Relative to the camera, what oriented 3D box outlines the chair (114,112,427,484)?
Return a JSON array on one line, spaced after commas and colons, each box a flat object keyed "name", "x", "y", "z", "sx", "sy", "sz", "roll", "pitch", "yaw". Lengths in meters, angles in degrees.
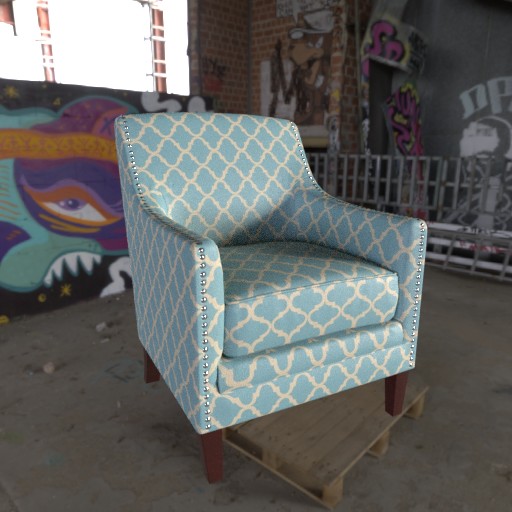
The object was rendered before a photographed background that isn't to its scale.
[{"name": "chair", "x": 0.000, "y": 0.000, "z": 1.271, "sx": 0.617, "sy": 0.817, "sz": 0.686, "roll": -7, "pitch": 16, "yaw": -27}]
